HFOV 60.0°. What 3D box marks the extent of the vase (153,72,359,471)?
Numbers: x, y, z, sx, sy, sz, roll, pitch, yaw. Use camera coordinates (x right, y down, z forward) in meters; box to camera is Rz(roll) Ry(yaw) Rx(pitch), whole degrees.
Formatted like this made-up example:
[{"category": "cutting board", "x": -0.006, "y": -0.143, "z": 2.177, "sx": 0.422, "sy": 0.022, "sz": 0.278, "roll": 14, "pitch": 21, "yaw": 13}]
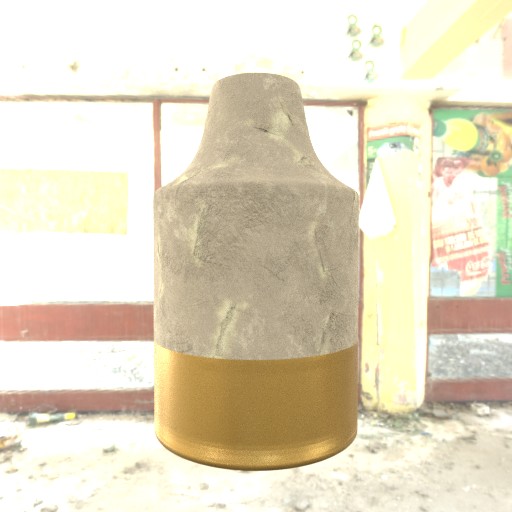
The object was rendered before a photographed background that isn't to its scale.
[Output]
[{"category": "vase", "x": 0.000, "y": 0.000, "z": 0.407, "sx": 0.184, "sy": 0.305, "sz": 0.184, "roll": 0, "pitch": 2, "yaw": 0}]
